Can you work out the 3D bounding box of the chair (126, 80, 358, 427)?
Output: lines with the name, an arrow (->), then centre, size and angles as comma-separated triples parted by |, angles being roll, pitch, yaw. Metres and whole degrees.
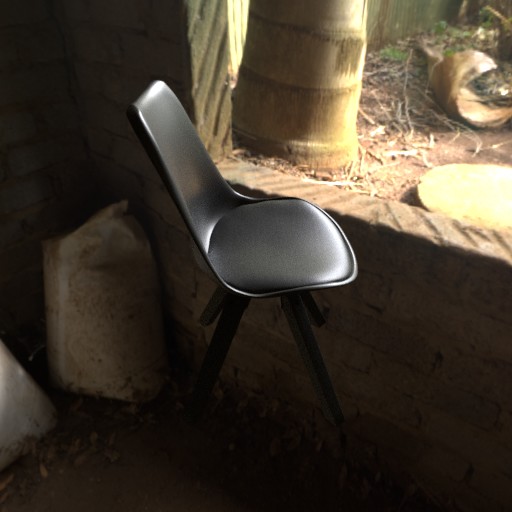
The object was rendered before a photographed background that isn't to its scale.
chair -> 0.000, 0.000, 1.191 | 0.530, 0.850, 0.485 | 0, 33, 0
